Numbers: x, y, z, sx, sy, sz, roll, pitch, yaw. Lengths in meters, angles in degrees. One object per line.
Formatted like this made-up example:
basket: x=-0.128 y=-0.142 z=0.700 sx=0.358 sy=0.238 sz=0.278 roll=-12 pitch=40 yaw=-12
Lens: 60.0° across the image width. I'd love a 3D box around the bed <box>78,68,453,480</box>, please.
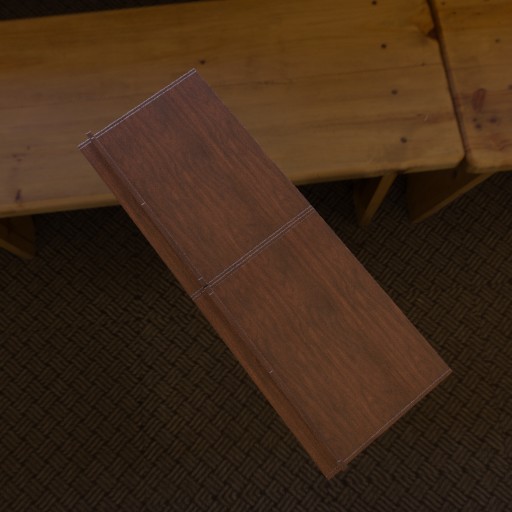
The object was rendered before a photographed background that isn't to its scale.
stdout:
bed: x=0.000 y=0.000 z=2.320 sx=0.787 sy=0.326 sz=2.057 roll=-37 pitch=80 yaw=-8
